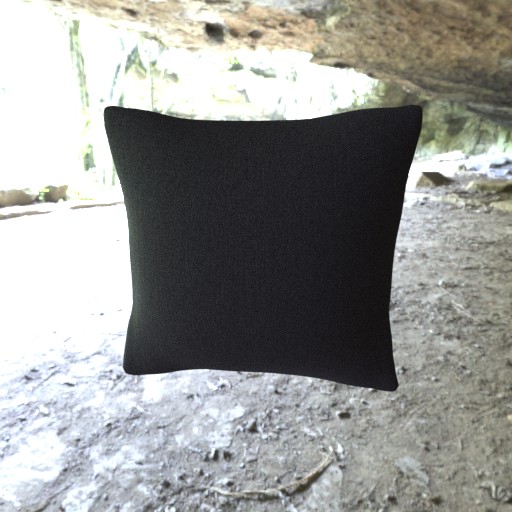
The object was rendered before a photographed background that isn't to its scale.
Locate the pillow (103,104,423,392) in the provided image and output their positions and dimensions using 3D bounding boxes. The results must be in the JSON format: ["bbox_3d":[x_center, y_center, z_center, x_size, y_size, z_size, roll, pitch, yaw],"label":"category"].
[{"bbox_3d":[0.000,0.000,0.647,0.437,0.419,0.136,2,16,7],"label":"pillow"}]
